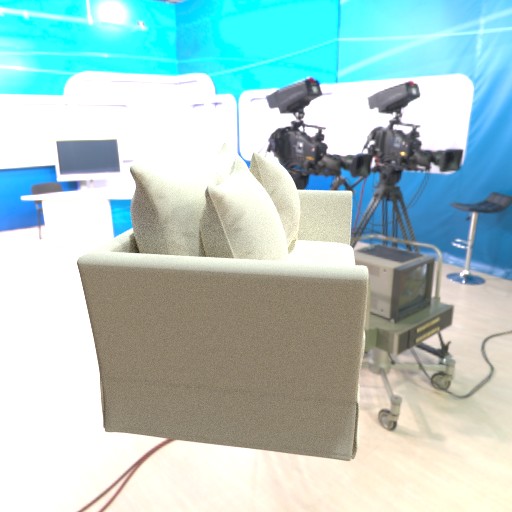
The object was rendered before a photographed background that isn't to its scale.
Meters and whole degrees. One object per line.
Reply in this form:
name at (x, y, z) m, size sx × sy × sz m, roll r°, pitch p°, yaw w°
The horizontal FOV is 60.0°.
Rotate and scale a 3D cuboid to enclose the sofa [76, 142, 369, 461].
sofa at (0.000, 0.000, 2.222) m, size 1.026 × 1.039 × 1.608 m, roll 3°, pitch 17°, yaw 9°
